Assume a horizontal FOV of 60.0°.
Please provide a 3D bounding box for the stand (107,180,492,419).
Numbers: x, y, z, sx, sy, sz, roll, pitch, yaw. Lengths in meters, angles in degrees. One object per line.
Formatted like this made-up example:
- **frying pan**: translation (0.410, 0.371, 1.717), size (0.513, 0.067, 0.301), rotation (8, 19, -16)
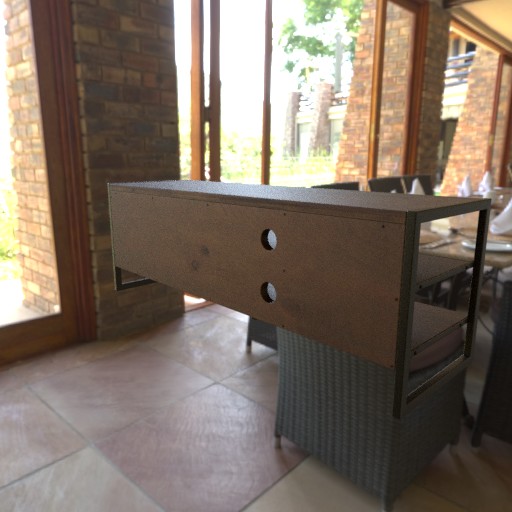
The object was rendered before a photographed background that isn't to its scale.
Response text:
- **stand**: translation (0.000, 0.000, 1.691), size (0.454, 0.506, 1.480), rotation (-12, 17, -42)
